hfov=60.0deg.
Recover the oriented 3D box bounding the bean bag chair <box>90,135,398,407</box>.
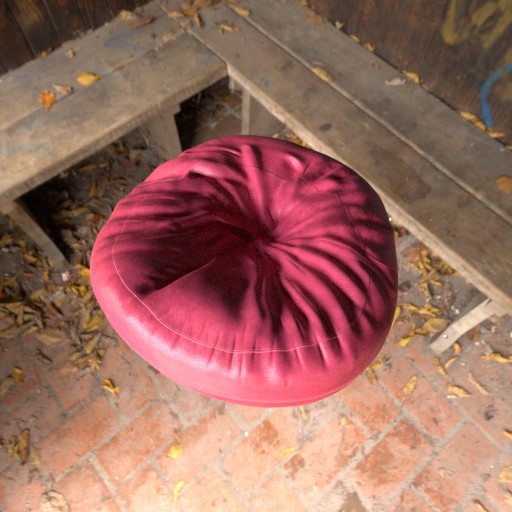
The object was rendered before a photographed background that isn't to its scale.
[{"bbox_3d":[0.000,0.000,2.393,1.524,0.878,1.524,19,65,9],"label":"bean bag chair"}]
